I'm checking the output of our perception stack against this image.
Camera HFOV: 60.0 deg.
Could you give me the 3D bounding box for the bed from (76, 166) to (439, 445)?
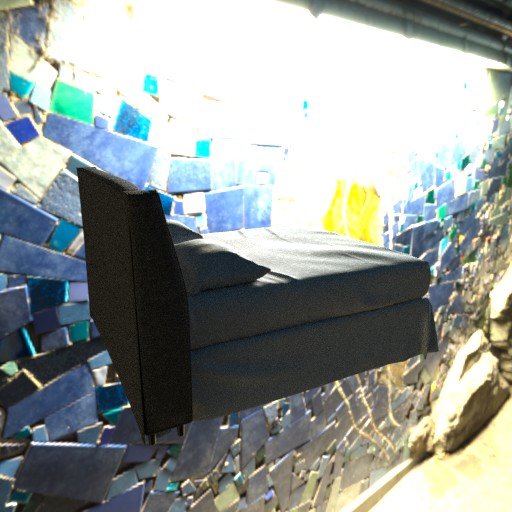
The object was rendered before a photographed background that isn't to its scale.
[{"bbox_3d":[0.000,0.000,3.389,2.276,1.332,1.925,-8,17,-27],"label":"bed"}]
